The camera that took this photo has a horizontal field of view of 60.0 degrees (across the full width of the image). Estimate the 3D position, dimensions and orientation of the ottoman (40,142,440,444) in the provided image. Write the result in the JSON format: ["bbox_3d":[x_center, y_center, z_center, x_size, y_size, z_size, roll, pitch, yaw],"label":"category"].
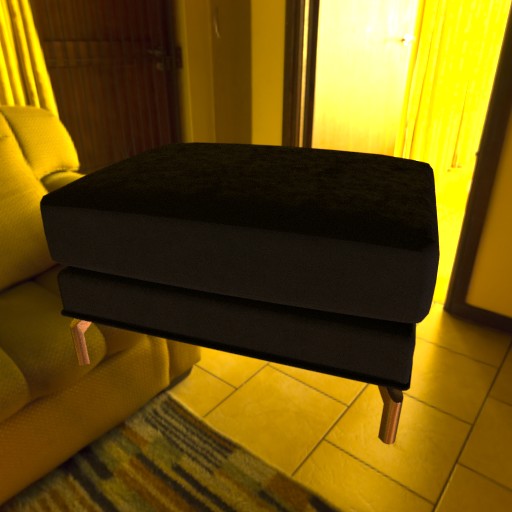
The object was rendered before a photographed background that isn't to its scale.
[{"bbox_3d":[0.000,0.000,1.167,0.835,0.498,0.587,9,27,17],"label":"ottoman"}]
